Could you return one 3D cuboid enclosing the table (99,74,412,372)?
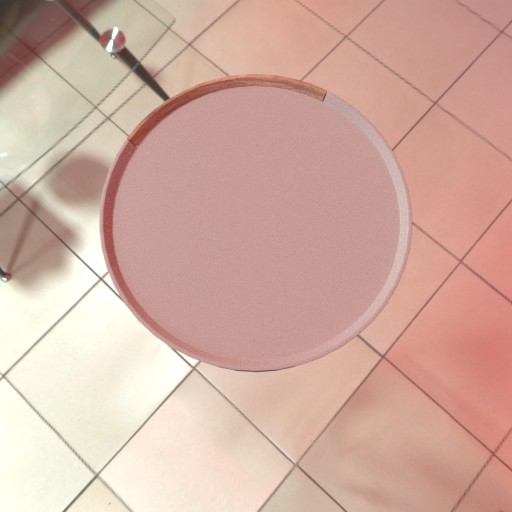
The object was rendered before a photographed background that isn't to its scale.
[{"bbox_3d":[0.000,0.000,0.891,0.450,0.530,0.450,0,76,0],"label":"table"}]
